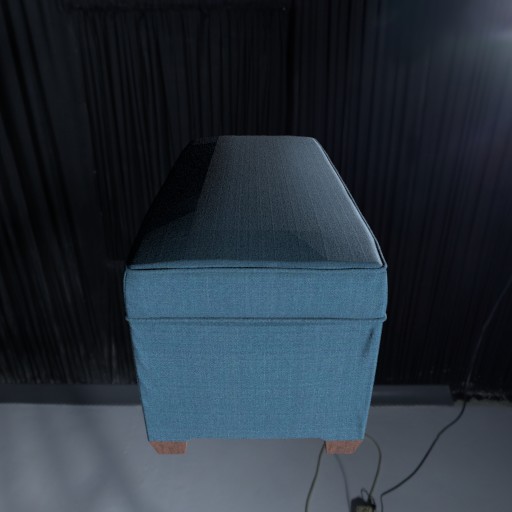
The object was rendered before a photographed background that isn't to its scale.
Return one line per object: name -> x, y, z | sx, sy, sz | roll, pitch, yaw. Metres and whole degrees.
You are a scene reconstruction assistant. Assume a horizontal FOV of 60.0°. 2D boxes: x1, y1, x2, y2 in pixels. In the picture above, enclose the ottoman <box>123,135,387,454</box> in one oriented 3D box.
ottoman -> 0.000, 0.000, 1.212 | 0.474, 0.474, 0.943 | 0, 28, 0
